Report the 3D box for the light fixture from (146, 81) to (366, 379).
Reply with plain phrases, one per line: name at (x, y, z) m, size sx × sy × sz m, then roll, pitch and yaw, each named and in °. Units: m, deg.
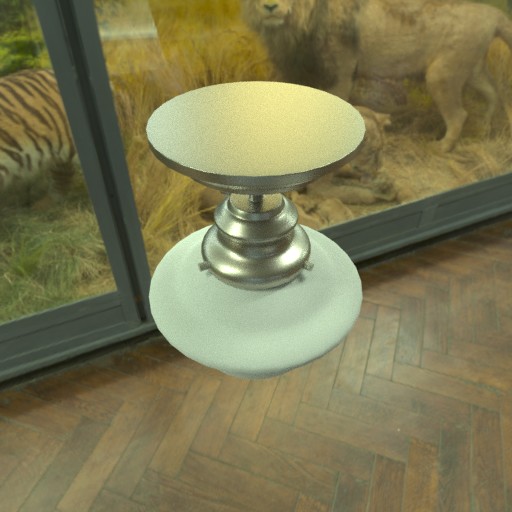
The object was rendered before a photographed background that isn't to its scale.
light fixture at (0.000, 0.000, 0.395) m, size 0.199 × 0.254 × 0.199 m, roll 0°, pitch 41°, yaw 0°
